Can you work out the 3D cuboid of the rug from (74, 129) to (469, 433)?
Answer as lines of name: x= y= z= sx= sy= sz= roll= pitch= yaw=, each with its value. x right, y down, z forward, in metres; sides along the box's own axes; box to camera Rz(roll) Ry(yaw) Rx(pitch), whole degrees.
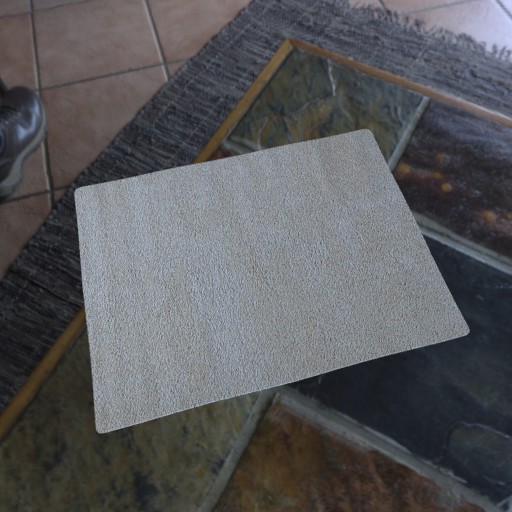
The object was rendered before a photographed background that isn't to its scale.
rug: x=0.000 y=0.000 z=2.085 sx=1.600 sy=0.025 sz=1.199 roll=-13 pitch=64 yaw=-7
